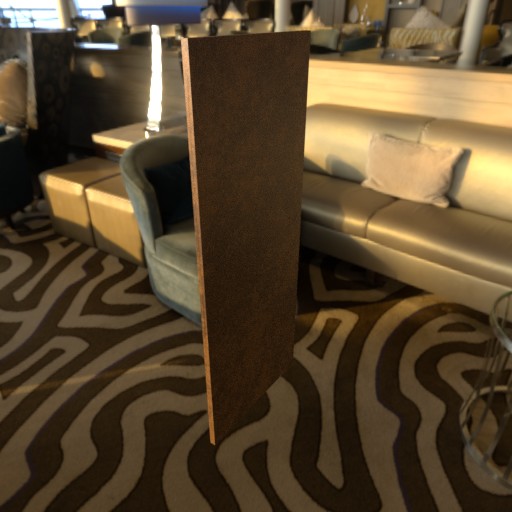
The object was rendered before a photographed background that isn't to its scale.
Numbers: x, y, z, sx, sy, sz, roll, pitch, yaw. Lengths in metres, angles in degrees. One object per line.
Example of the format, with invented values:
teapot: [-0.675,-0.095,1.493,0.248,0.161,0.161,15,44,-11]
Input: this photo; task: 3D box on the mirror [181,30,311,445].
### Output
mirror: [0.000,0.000,2.263,0.032,2.031,0.812,20,35,31]
